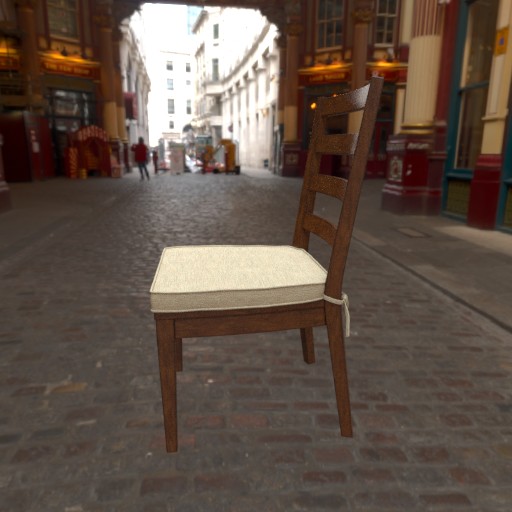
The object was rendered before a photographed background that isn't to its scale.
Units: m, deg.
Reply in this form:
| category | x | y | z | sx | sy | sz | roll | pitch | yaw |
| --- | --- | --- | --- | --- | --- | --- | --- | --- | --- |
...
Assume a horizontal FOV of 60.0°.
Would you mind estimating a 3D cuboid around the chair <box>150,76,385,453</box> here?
| category | x | y | z | sx | sy | sz | roll | pitch | yaw |
| --- | --- | --- | --- | --- | --- | --- | --- | --- | --- |
| chair | 0.000 | 0.000 | 1.366 | 0.595 | 0.979 | 0.593 | -2 | 14 | -7 |
